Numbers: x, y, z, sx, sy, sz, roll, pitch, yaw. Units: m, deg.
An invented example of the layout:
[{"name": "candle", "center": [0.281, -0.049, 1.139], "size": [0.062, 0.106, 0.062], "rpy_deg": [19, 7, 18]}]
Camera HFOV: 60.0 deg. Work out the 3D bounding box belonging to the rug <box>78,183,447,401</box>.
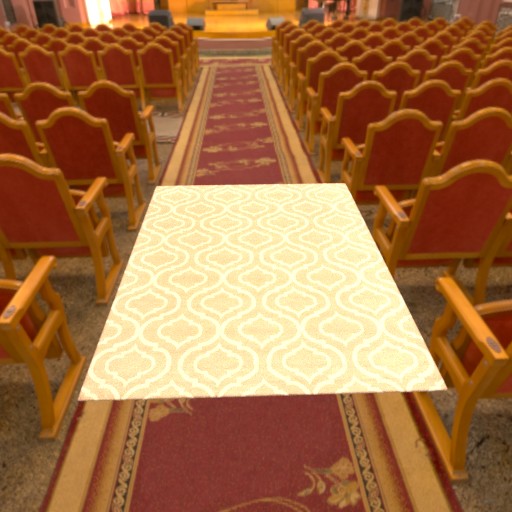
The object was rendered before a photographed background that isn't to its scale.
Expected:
[{"name": "rug", "center": [0.000, 0.000, 4.306], "size": [2.438, 0.010, 3.353], "rpy_deg": [-1, 33, -2]}]
